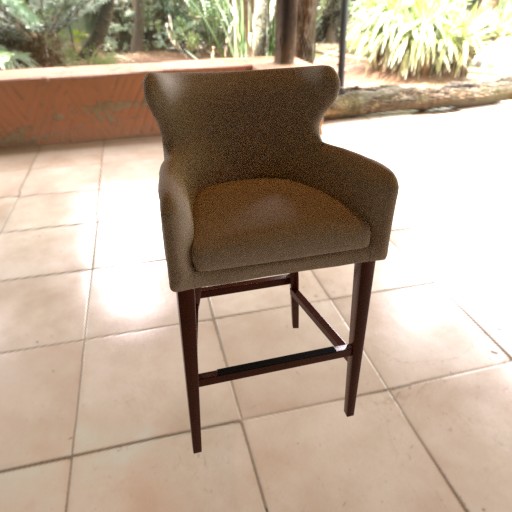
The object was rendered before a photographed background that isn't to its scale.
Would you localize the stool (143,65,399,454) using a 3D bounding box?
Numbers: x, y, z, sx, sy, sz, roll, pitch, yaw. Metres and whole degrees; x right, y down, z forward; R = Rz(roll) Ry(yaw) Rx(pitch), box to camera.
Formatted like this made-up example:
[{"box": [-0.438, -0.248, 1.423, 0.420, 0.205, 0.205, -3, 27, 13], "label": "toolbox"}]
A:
[{"box": [0.000, 0.000, 1.358, 0.556, 1.034, 0.563, -8, 33, -13], "label": "stool"}]
